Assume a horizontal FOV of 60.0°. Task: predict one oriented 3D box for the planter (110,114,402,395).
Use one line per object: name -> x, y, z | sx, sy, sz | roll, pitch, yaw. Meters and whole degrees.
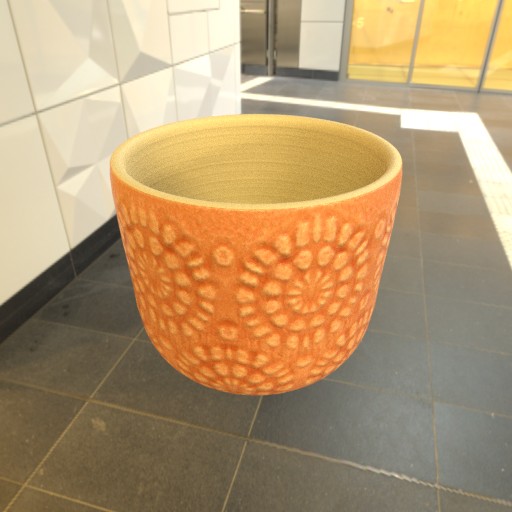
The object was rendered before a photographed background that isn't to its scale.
planter -> 0.000, 0.000, 0.220 | 0.124, 0.109, 0.124 | 0, 31, 0
